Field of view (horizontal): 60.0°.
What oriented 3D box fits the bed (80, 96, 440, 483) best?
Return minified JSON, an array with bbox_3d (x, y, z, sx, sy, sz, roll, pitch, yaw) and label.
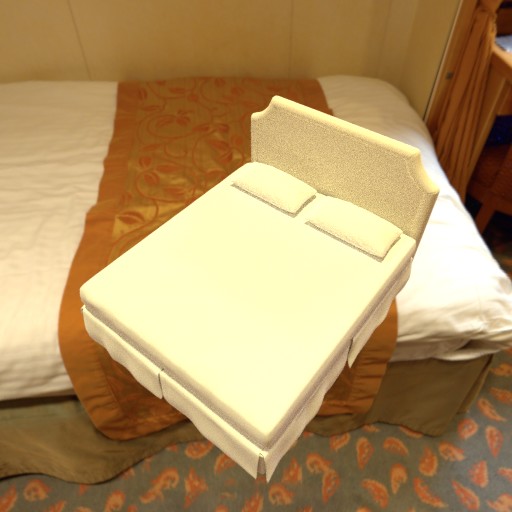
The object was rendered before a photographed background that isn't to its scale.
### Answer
[{"bbox_3d":[0.000,0.000,4.192,2.350,1.590,2.773,30,54,25],"label":"bed"}]
